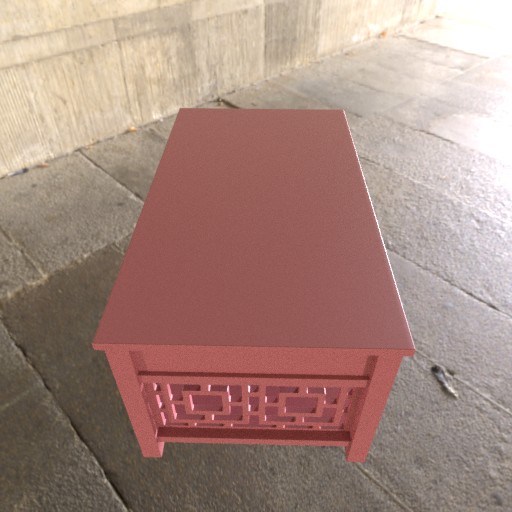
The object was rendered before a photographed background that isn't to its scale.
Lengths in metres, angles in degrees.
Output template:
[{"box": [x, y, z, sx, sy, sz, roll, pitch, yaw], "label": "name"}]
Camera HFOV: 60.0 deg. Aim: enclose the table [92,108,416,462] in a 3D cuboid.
[{"box": [0.000, 0.000, 1.381, 0.612, 0.493, 1.068, 1, 41, 1], "label": "table"}]
